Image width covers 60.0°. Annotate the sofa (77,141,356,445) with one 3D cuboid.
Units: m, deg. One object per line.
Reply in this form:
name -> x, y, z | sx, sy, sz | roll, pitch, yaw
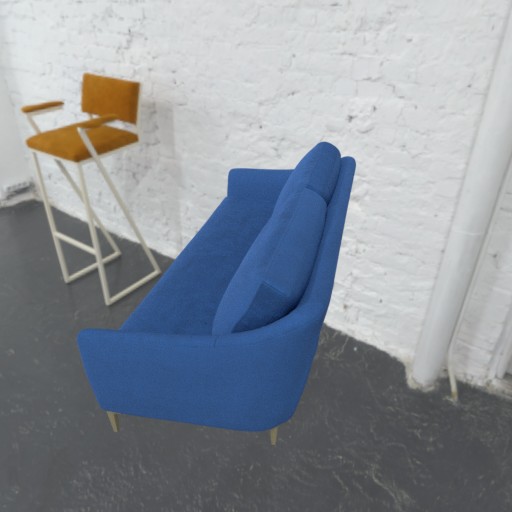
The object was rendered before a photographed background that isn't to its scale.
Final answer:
sofa -> 0.000, 0.000, 2.529 | 0.960, 0.903, 2.036 | 7, 31, 12
